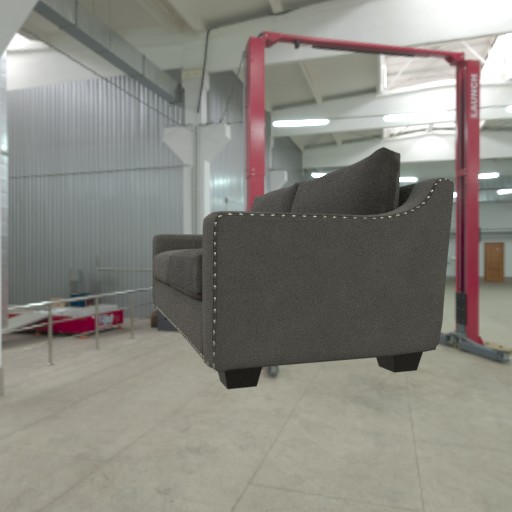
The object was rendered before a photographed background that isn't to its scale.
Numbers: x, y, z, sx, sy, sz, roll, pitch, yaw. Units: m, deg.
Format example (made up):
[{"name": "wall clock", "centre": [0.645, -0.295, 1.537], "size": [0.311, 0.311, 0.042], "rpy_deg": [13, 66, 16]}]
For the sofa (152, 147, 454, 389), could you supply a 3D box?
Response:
[{"name": "sofa", "centre": [0.000, 0.000, 3.303], "size": [1.336, 1.196, 2.550], "rpy_deg": [0, 0, -19]}]
